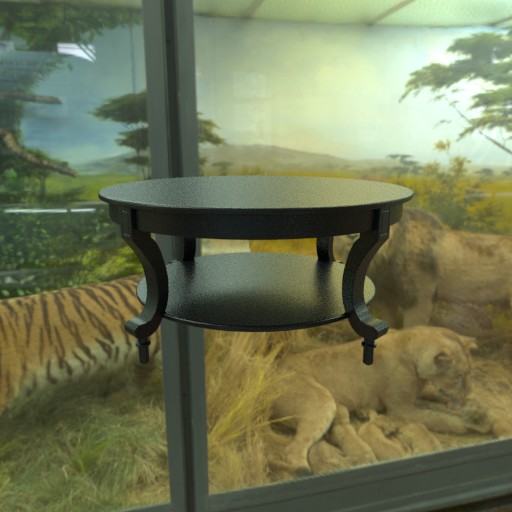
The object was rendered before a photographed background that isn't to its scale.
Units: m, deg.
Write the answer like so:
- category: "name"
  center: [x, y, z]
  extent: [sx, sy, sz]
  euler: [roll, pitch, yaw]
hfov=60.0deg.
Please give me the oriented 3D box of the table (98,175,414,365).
- category: "table"
  center: [0.000, 0.000, 1.581]
  extent: [1.029, 0.491, 1.029]
  euler: [0, 14, 0]
